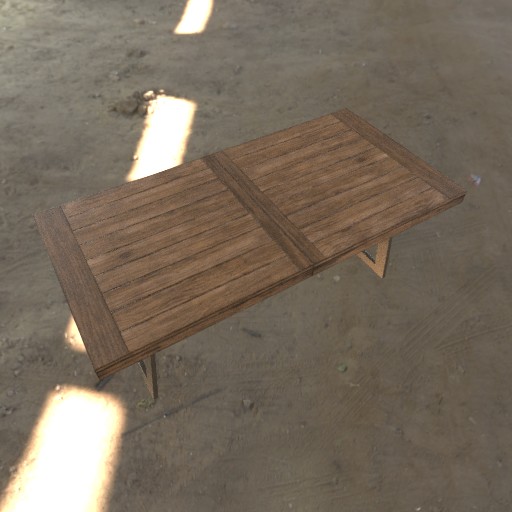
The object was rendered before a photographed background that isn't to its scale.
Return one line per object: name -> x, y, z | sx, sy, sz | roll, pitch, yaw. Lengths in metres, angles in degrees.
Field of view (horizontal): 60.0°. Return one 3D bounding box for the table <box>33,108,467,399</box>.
table -> 0.000, 0.000, 2.398 | 1.867, 0.757, 0.931 | -24, 52, -21
